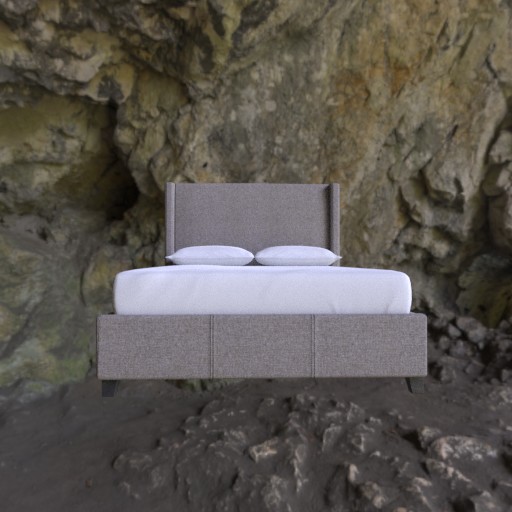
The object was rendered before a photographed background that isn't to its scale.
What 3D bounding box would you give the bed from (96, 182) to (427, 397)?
[{"bbox_3d":[0.000,0.000,3.397,1.714,1.476,2.245,0,-1,-2],"label":"bed"}]
